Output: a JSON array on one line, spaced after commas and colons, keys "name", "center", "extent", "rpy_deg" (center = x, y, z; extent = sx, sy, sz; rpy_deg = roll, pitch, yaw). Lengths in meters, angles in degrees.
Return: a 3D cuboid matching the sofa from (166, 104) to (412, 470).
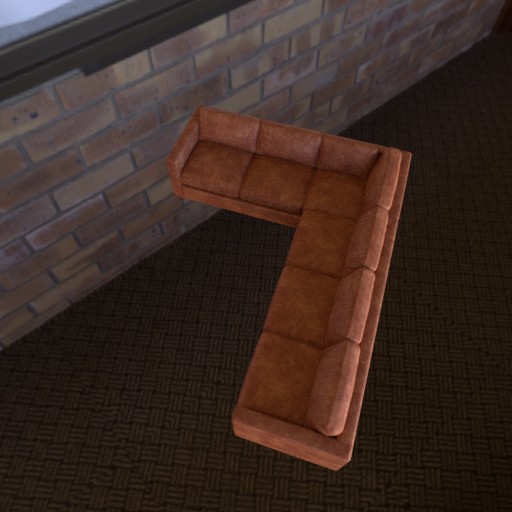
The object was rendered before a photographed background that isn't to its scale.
[{"name": "sofa", "center": [0.000, 0.000, 4.331], "extent": [2.438, 0.838, 3.150], "rpy_deg": [16, 60, 9]}]
